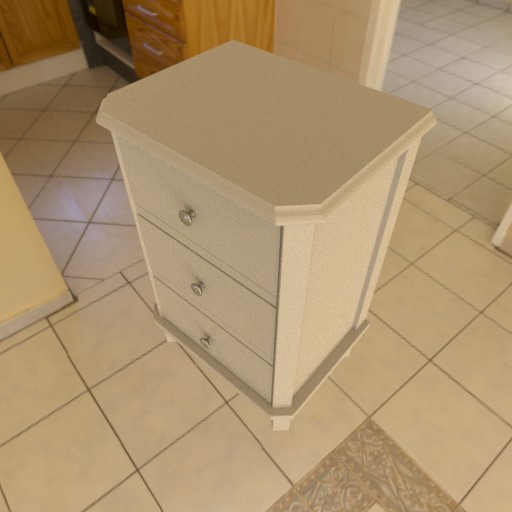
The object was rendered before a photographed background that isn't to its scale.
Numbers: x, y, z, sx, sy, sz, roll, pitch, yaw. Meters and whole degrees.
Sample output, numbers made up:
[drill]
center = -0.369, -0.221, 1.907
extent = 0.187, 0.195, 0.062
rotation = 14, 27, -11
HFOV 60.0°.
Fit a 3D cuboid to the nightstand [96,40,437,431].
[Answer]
[nightstand]
center = 0.000, 0.000, 0.944
extent = 0.450, 0.680, 0.350
rotation = 32, 55, 27
